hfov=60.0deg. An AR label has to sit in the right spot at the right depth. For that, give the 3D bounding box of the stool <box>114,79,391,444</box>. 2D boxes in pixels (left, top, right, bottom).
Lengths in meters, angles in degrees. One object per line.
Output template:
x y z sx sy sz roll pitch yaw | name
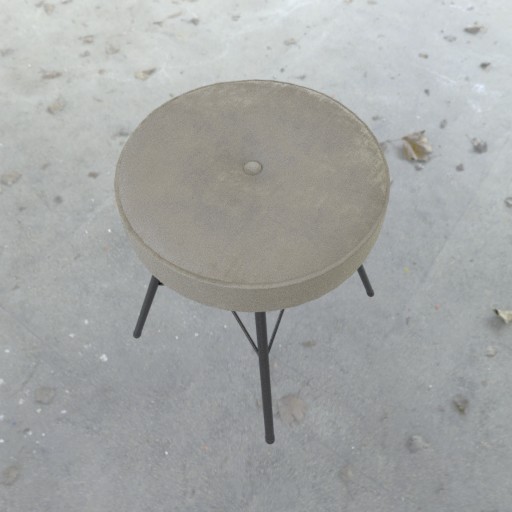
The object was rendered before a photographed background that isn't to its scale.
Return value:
0.000 0.000 0.874 0.423 0.538 0.457 33 64 18 | stool
